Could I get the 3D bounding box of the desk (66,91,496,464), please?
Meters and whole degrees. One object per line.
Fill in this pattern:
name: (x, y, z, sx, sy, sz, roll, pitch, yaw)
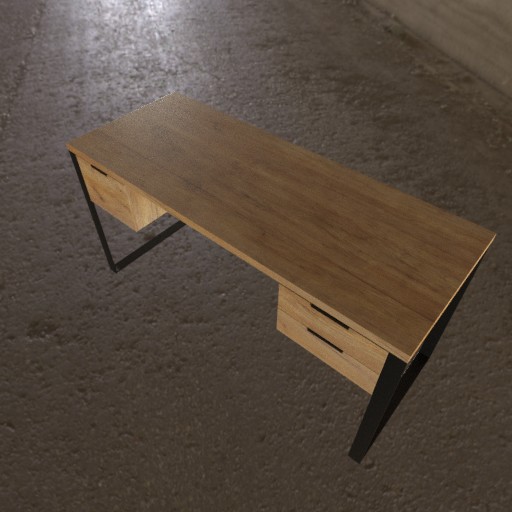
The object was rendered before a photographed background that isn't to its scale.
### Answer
desk: (0.000, 0.000, 1.882, 1.520, 0.760, 0.600, 32, 54, 27)
